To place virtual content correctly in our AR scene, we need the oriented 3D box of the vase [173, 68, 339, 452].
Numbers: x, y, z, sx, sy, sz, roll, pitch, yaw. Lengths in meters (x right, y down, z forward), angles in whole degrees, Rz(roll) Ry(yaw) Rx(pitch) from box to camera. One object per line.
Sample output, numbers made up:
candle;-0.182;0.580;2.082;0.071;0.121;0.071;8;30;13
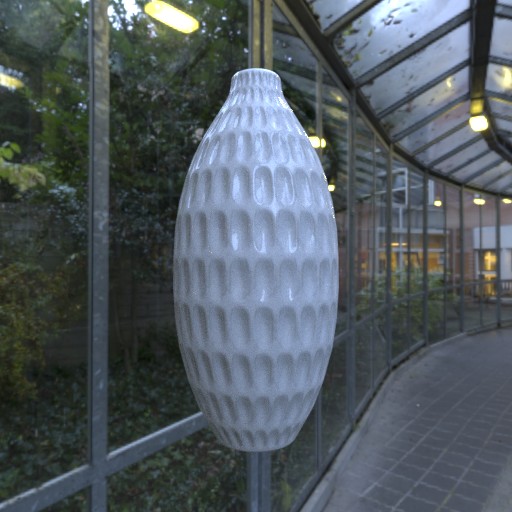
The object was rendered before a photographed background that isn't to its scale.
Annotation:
vase;0.000;0.000;0.348;0.127;0.282;0.127;0;-1;0
